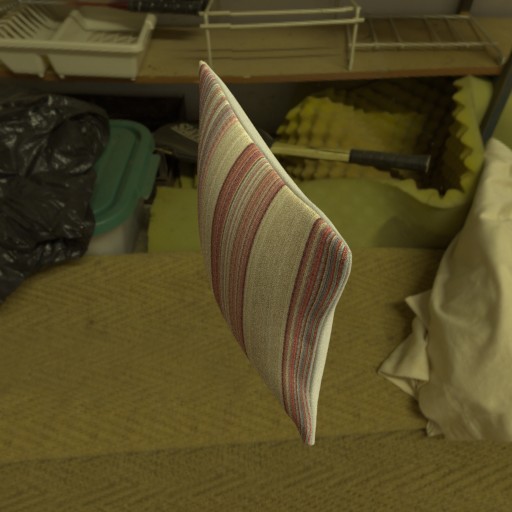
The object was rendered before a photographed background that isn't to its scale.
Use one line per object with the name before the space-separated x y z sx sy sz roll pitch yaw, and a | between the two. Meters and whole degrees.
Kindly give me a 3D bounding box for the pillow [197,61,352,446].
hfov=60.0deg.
pillow | 0.000 0.000 0.658 0.136 0.419 0.437 -16 48 -15
